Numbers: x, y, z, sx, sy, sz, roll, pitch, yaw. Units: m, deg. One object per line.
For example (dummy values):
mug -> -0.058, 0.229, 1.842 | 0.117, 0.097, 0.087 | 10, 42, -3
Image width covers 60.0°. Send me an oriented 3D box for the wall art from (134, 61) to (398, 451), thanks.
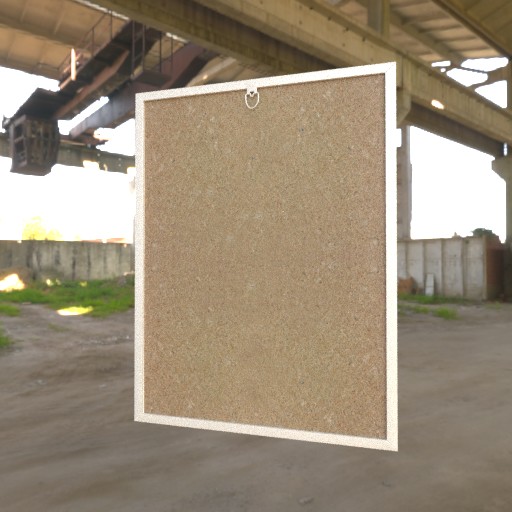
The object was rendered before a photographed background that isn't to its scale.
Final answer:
wall art -> 0.000, 0.000, 1.330 | 0.805, 1.056, 0.042 | 0, -1, 17
